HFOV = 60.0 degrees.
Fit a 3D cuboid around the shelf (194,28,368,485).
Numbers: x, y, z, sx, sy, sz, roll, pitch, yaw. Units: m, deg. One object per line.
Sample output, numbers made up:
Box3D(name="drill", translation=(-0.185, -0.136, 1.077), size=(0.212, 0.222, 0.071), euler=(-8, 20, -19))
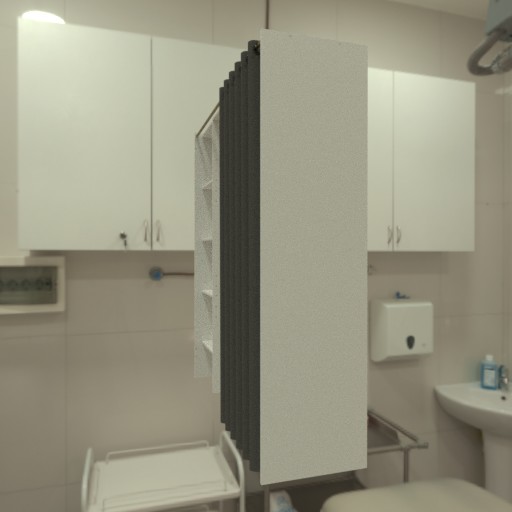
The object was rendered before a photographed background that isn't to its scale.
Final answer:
Box3D(name="shelf", translation=(0.000, 0.000, 2.585), size=(0.500, 1.810, 1.600), euler=(0, 0, -17))
